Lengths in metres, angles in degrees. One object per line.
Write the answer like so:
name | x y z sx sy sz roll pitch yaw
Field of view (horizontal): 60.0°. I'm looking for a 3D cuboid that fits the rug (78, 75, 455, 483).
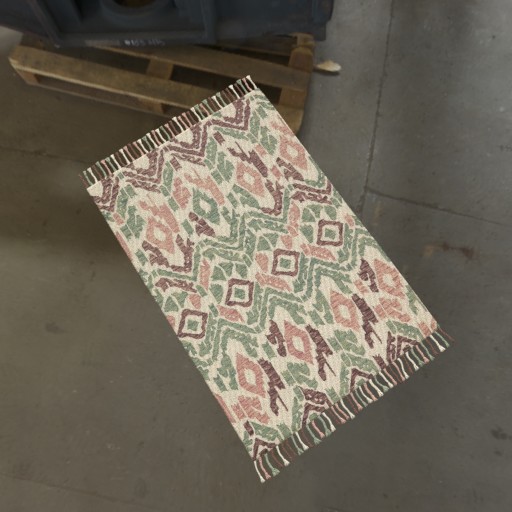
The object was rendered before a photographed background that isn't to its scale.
rug | 0.000 0.000 3.041 1.524 0.011 2.438 -33 79 -8
